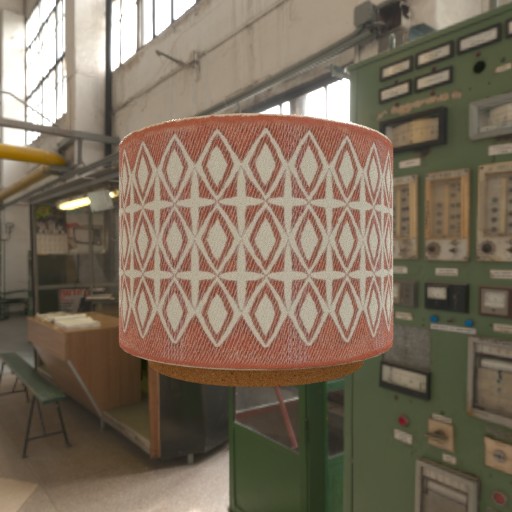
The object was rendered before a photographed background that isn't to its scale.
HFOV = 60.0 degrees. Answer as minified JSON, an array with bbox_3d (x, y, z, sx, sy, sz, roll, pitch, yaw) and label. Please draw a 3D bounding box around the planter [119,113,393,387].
[{"bbox_3d":[0.000,0.000,0.324,0.192,0.148,0.192,0,0,0],"label":"planter"}]
